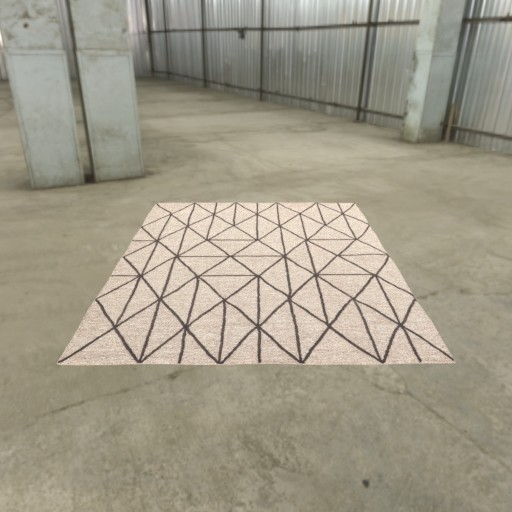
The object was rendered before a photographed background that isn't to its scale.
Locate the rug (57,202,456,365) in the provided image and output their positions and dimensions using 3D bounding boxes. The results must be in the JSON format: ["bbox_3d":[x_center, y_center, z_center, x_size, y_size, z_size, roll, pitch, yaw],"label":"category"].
[{"bbox_3d":[0.000,0.000,4.078,2.468,0.022,3.061,0,25,0],"label":"rug"}]
